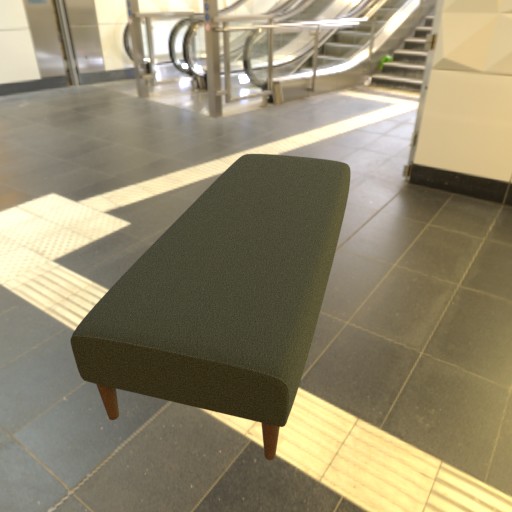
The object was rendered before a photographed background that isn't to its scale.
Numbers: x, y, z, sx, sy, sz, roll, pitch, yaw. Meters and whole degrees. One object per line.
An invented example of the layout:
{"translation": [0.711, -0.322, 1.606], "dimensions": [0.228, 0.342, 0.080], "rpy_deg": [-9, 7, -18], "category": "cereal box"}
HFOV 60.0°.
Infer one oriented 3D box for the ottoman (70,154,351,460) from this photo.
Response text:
{"translation": [0.000, 0.000, 1.867], "dimensions": [0.646, 0.393, 1.609], "rpy_deg": [8, 32, 13], "category": "ottoman"}
